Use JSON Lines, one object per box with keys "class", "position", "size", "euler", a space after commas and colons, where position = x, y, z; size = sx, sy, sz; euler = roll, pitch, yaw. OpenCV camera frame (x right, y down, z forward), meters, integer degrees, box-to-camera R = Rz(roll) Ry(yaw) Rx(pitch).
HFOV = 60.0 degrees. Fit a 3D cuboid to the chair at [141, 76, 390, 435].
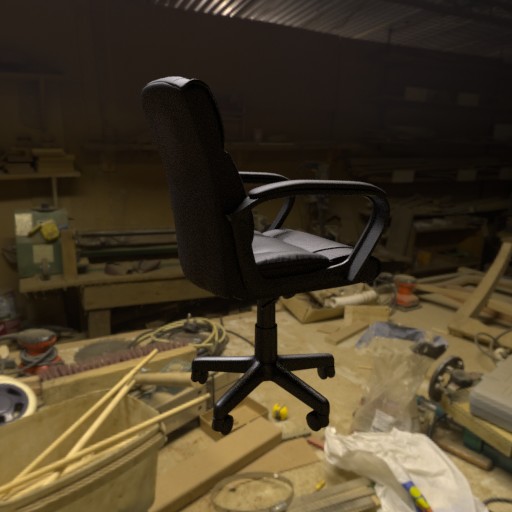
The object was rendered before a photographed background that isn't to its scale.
{"class": "chair", "position": [0.000, 0.000, 1.391], "size": [0.641, 0.998, 0.576], "euler": [-6, 15, -25]}
